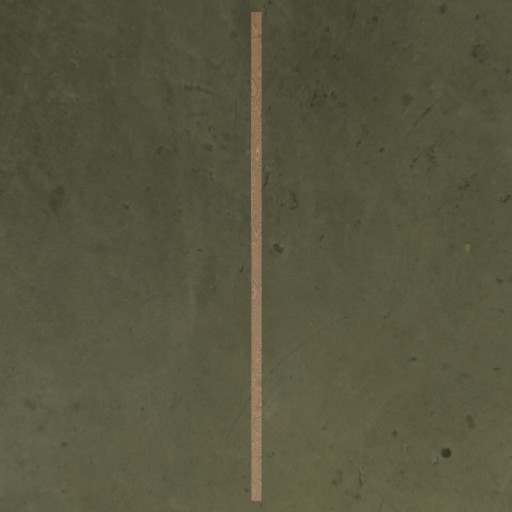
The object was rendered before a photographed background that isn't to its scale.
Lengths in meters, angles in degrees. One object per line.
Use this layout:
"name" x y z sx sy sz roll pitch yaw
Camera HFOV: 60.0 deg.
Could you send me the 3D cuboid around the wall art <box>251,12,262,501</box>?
"wall art" 0.000 0.000 1.145 0.019 0.626 0.917 0 91 0
